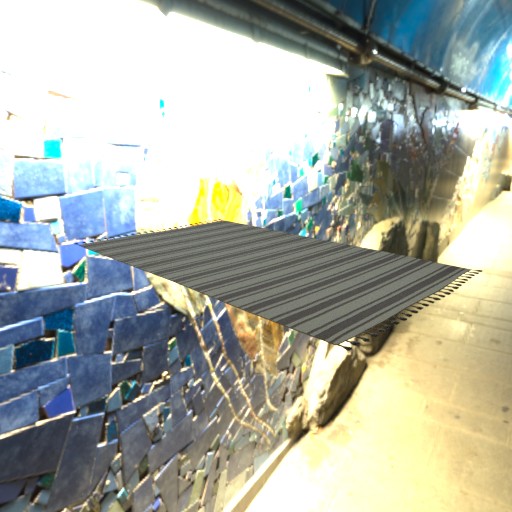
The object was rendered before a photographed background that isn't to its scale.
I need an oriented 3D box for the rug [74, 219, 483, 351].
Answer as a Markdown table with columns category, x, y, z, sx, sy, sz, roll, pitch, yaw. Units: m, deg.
| category | x | y | z | sx | sy | sz | roll | pitch | yaw |
| --- | --- | --- | --- | --- | --- | --- | --- | --- | --- |
| rug | 0.000 | 0.000 | 2.544 | 1.229 | 0.011 | 2.096 | -15 | 21 | -43 |
